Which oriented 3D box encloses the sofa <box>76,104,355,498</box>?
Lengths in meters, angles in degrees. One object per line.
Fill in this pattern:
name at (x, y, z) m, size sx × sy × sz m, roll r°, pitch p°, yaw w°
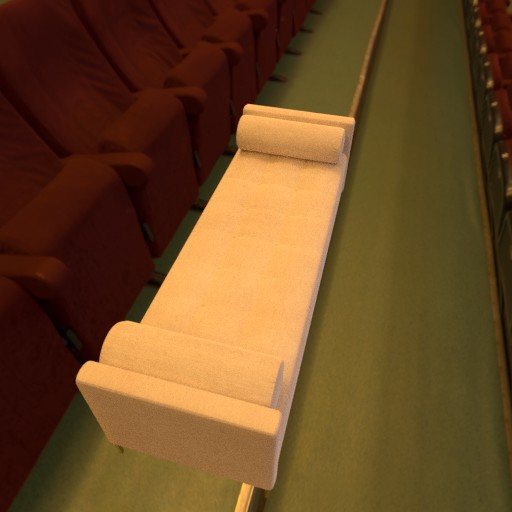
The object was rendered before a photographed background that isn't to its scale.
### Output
sofa at (0.000, 0.000, 2.251) m, size 0.686 × 0.635 × 1.981 m, roll 11°, pitch 46°, yaw 11°
